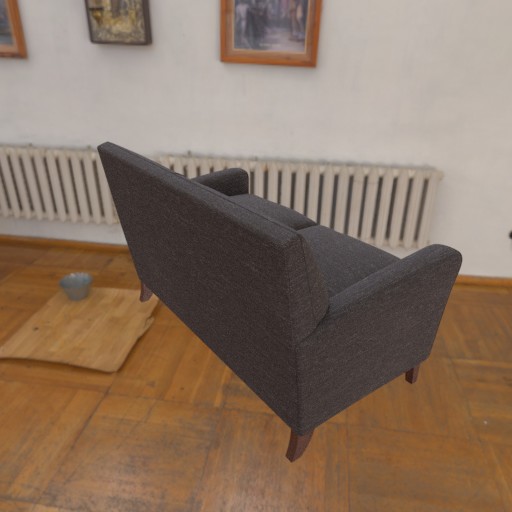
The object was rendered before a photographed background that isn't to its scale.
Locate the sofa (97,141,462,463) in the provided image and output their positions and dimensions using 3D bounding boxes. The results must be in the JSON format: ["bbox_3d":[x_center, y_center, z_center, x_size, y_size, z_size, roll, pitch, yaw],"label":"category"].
[{"bbox_3d":[0.000,0.000,2.044,0.867,0.905,1.509,-18,31,-32],"label":"sofa"}]
